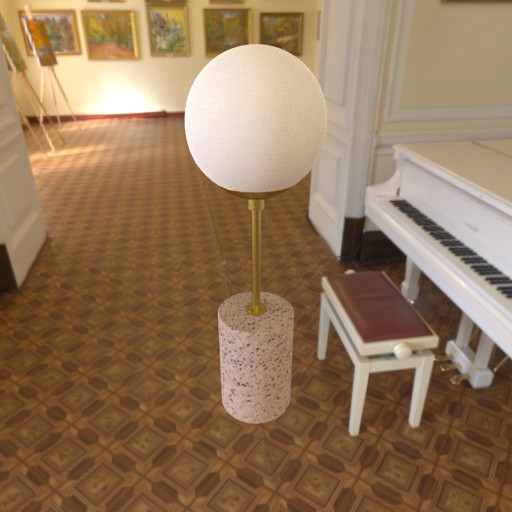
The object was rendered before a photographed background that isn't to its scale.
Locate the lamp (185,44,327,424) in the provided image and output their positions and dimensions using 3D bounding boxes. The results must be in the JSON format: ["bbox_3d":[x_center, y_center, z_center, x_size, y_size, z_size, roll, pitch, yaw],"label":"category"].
[{"bbox_3d":[0.000,0.000,0.557,0.153,0.480,0.153,0,27,0],"label":"lamp"}]
